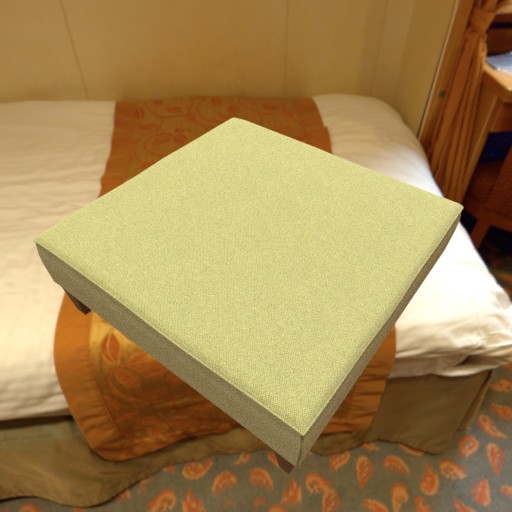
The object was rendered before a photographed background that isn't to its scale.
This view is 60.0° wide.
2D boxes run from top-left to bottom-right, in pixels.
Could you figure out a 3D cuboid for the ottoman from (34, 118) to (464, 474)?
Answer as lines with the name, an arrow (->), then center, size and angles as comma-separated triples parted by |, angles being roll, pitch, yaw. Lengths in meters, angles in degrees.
ottoman -> 0.000, 0.000, 1.512 | 1.004, 0.379, 0.968 | 29, 52, 25
